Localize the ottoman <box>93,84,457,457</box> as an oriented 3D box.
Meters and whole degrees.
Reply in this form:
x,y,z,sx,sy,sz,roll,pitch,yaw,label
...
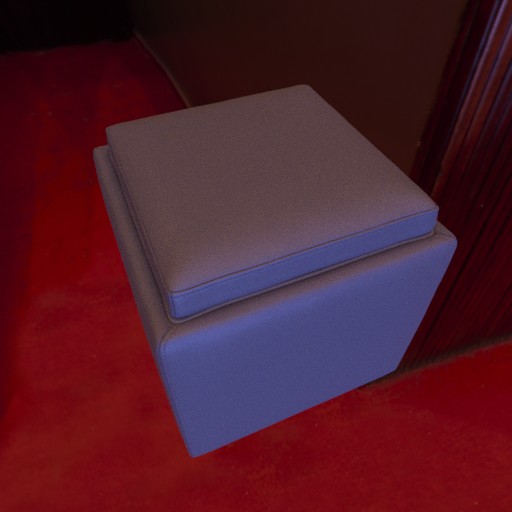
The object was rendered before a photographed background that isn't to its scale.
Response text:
x,y,z,sx,sy,sz,roll,pitch,yaw,label
0.000,0.000,0.808,0.450,0.460,0.451,-18,50,-16,ottoman
